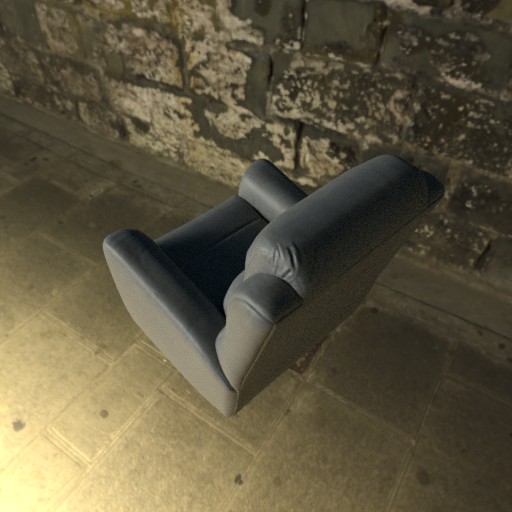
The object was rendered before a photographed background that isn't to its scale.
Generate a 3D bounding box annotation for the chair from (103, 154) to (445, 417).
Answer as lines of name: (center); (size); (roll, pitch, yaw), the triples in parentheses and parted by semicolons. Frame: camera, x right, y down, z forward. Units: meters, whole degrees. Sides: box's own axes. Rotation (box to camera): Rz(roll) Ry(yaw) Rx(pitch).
chair: (0.000, 0.000, 1.925); (0.965, 1.116, 1.068); (-33, 54, -28)
